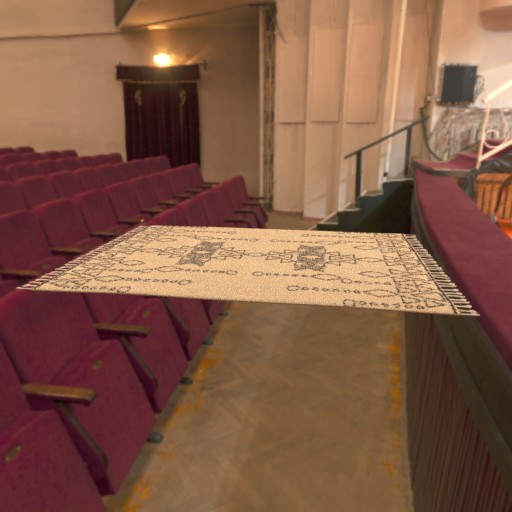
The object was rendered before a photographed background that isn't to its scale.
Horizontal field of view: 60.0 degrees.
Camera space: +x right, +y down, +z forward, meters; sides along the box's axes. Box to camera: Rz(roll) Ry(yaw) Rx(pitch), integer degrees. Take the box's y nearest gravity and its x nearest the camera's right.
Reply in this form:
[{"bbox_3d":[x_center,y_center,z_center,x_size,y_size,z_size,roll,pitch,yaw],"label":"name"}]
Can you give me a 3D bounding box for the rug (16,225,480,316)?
[{"bbox_3d":[0.000,0.000,3.831,3.027,0.028,2.125,2,16,8],"label":"rug"}]
